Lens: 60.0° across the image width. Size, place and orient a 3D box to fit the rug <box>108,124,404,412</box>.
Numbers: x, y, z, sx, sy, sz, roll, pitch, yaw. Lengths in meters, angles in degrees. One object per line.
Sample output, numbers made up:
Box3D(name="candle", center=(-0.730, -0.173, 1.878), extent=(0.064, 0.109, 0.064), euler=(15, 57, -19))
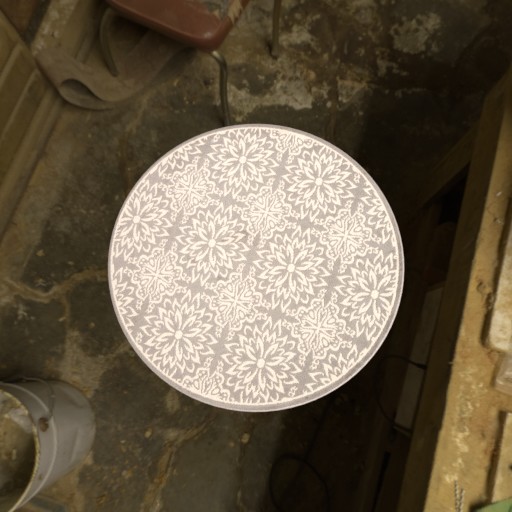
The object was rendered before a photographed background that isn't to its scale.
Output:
Box3D(name="rug", center=(0.000, 0.000, 2.389), extent=(1.593, 0.012, 1.593), euler=(0, 76, 0))
